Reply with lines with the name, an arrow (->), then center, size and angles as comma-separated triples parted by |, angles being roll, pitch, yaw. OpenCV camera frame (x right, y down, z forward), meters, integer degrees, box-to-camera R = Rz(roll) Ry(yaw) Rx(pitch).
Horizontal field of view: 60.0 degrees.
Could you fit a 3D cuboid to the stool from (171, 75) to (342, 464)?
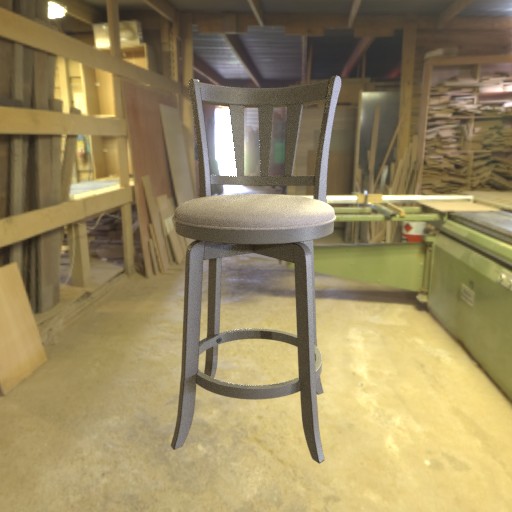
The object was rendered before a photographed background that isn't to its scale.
stool -> 0.000, 0.000, 1.257 | 0.450, 0.994, 0.486 | 2, 14, 8
